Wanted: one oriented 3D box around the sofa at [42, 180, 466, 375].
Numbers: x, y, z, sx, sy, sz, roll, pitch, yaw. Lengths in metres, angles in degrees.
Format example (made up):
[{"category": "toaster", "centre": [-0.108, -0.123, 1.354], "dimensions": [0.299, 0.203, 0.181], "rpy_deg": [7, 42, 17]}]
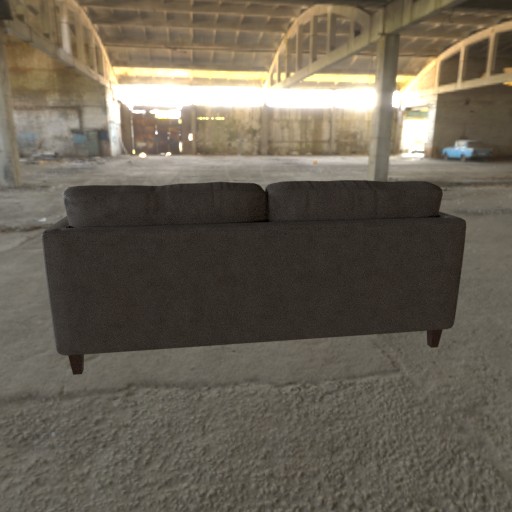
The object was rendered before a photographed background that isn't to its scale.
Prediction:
[{"category": "sofa", "centre": [0.000, 0.000, 2.743], "dimensions": [2.208, 0.965, 0.951], "rpy_deg": [-2, 15, -8]}]
